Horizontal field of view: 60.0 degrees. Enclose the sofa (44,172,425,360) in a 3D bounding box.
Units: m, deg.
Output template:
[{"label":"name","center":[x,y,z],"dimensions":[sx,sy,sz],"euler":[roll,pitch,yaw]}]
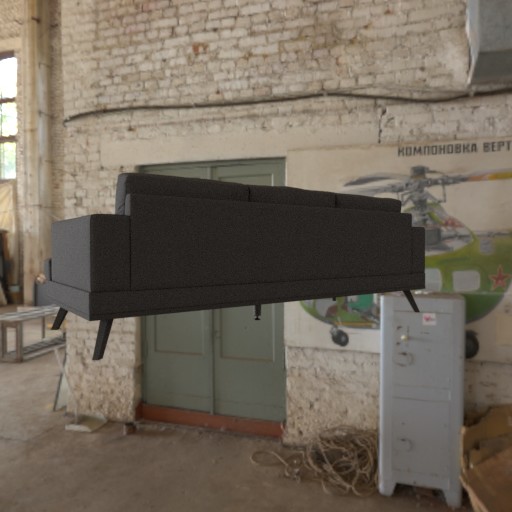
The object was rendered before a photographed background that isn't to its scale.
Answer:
[{"label":"sofa","center":[0.000,0.000,2.803],"dimensions":[2.310,0.810,0.920],"euler":[-1,2,-36]}]
